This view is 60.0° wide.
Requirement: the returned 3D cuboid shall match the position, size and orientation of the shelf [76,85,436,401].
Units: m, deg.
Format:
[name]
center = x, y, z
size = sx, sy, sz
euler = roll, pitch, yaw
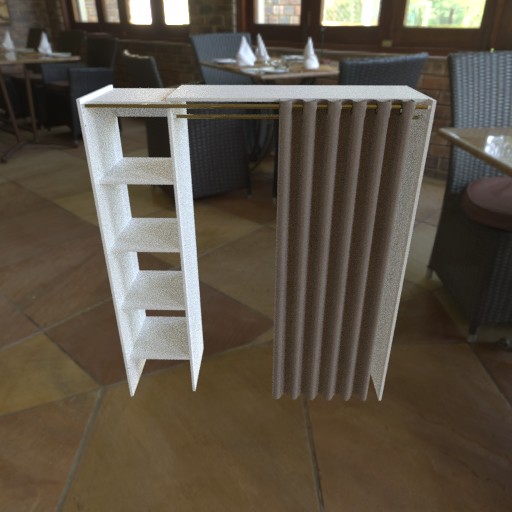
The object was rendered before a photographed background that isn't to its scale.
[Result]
[shelf]
center = 0.000, 0.000, 2.596
size = 1.600, 1.820, 0.500
euler = 1, 28, 1
